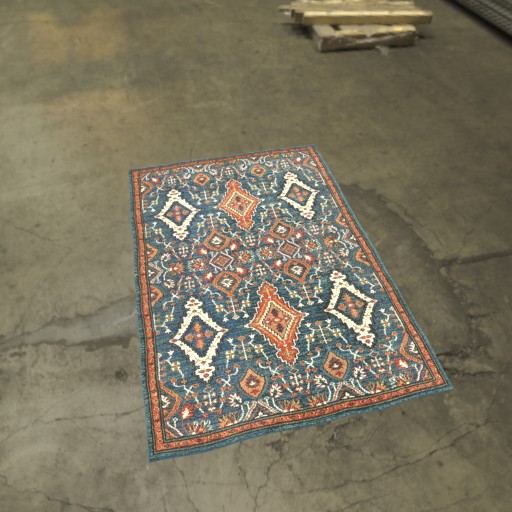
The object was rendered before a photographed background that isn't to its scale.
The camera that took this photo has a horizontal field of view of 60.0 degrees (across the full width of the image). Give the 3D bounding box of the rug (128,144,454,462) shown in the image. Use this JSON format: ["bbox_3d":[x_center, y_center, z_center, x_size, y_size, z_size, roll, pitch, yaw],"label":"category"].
[{"bbox_3d":[0.000,0.000,2.996,1.622,0.009,2.373,-10,48,-9],"label":"rug"}]
